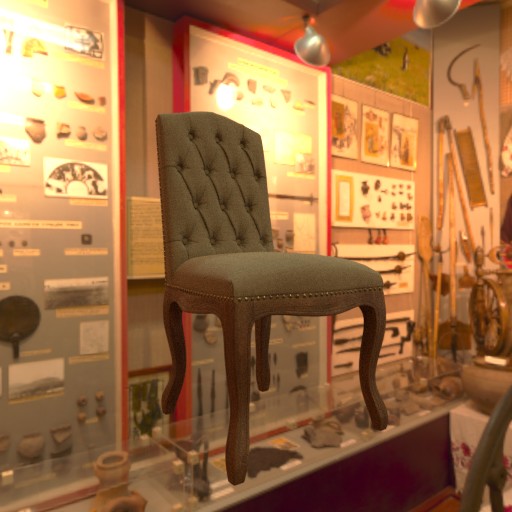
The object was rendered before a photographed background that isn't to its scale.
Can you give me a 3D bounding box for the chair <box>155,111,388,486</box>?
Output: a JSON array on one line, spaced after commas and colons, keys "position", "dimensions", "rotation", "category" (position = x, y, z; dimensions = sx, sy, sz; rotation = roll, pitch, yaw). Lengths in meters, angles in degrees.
[{"position": [0.000, 0.000, 1.603], "dimensions": [0.637, 1.191, 0.731], "rotation": [0, 1, -36], "category": "chair"}]
